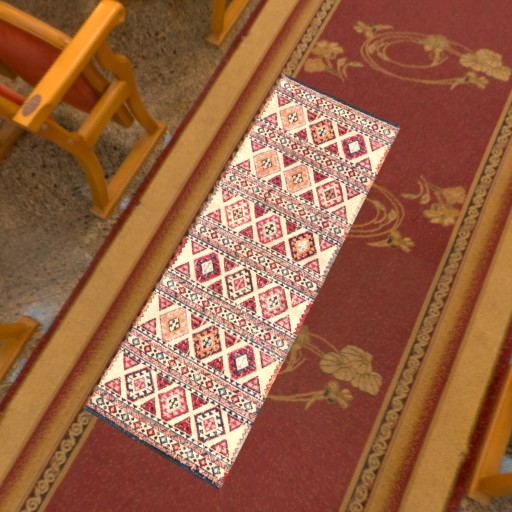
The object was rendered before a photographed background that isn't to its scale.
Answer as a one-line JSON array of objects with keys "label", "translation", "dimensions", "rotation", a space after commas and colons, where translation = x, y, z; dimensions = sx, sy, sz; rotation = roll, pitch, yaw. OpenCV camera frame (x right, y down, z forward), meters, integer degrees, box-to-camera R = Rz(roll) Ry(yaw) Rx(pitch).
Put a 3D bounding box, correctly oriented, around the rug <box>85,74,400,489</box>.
[{"label": "rug", "translation": [0.000, 0.000, 2.581], "dimensions": [0.832, 0.008, 2.362], "rotation": [27, 77, 7]}]
